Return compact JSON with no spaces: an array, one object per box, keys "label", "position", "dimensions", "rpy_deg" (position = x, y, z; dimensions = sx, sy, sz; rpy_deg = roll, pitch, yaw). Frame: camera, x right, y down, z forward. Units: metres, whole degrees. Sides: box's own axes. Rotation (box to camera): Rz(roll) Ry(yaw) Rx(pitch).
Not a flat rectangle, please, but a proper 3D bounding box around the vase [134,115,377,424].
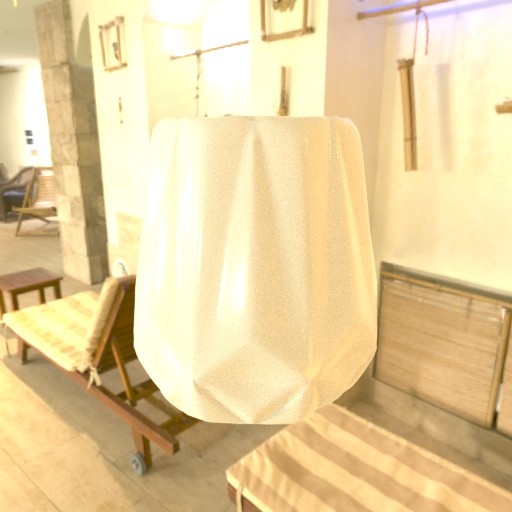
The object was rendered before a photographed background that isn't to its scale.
[{"label":"vase","position":[0.000,0.000,0.255],"dimensions":[0.141,0.152,0.141],"rpy_deg":[0,16,0]}]
